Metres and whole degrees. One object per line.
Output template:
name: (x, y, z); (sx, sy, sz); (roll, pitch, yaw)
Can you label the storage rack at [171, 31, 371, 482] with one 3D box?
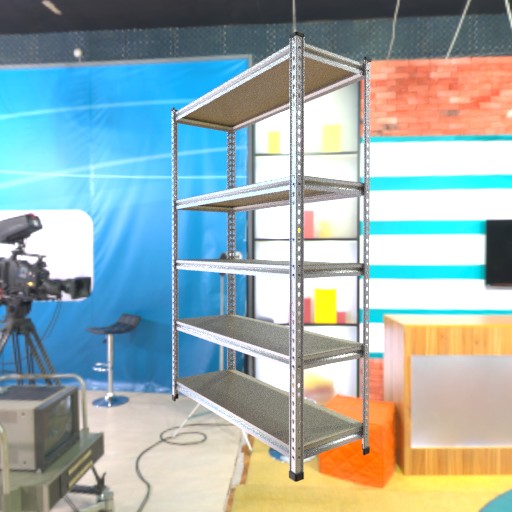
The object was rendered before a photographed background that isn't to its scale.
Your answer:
storage rack: (0.000, 0.000, 2.425); (0.457, 1.829, 1.219); (-1, 1, -35)
